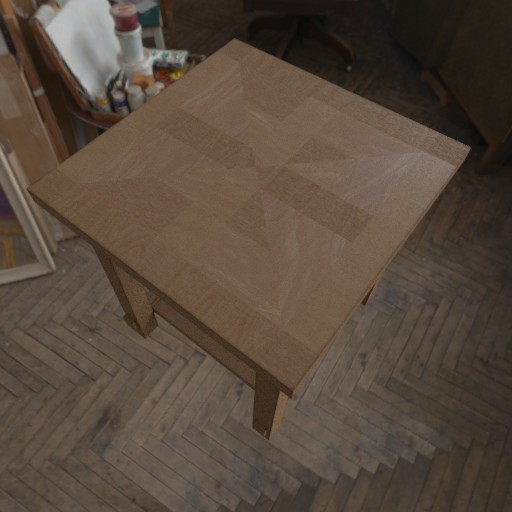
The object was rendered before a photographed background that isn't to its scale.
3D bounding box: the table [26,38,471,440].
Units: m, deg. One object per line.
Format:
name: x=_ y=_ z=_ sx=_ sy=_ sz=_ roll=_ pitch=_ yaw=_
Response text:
table: x=0.000 y=0.000 z=1.123 sx=0.610 sy=0.638 sz=0.612 roll=33 pitch=63 yaw=19
